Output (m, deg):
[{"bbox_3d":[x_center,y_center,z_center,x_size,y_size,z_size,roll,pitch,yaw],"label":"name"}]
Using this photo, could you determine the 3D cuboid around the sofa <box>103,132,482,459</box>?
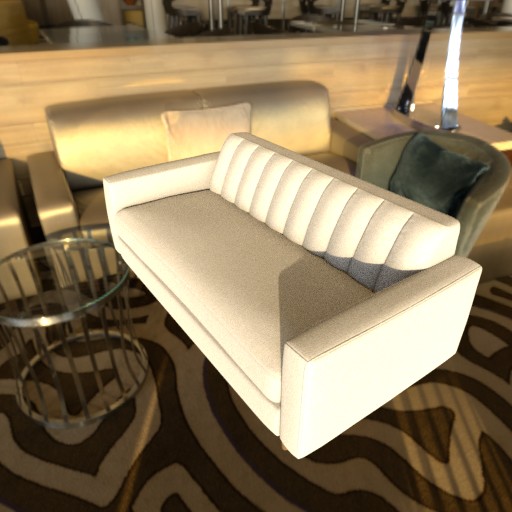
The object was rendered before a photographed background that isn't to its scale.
[{"bbox_3d":[0.000,0.000,2.335,0.969,0.814,1.895,-20,37,-29],"label":"sofa"}]
